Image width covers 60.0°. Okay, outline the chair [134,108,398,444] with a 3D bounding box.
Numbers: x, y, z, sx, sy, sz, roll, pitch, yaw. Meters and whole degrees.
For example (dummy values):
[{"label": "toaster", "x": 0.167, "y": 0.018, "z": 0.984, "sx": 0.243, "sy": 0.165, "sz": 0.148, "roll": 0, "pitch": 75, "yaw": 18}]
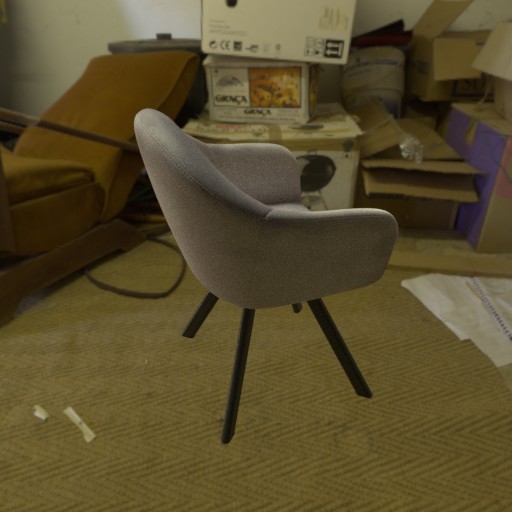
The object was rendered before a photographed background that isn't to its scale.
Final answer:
[{"label": "chair", "x": 0.000, "y": 0.000, "z": 1.184, "sx": 0.540, "sy": 0.780, "sz": 0.570, "roll": -11, "pitch": 31, "yaw": -18}]
